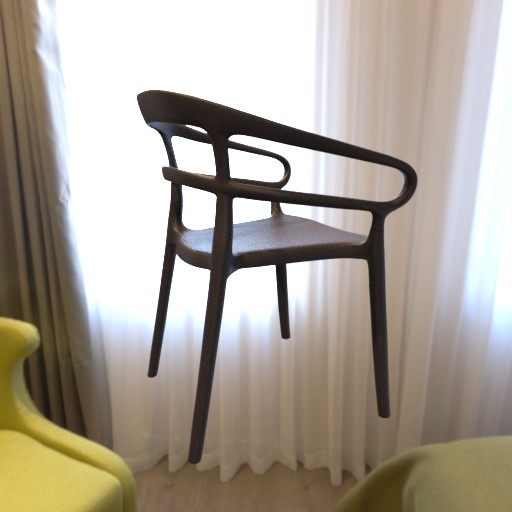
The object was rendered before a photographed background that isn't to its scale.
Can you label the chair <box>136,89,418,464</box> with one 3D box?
[{"bbox_3d":[0.000,0.000,1.120,0.527,0.761,0.559,-7,16,-25],"label":"chair"}]
